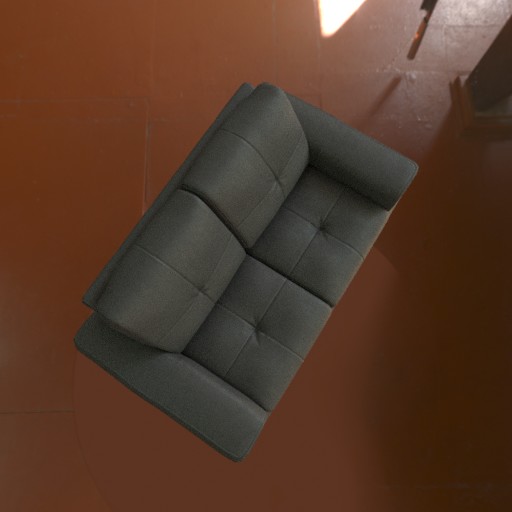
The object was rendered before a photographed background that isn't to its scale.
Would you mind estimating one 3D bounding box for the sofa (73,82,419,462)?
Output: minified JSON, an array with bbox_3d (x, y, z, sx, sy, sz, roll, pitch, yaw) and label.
[{"bbox_3d":[0.000,0.000,2.347,1.018,0.907,1.806,32,78,8],"label":"sofa"}]
